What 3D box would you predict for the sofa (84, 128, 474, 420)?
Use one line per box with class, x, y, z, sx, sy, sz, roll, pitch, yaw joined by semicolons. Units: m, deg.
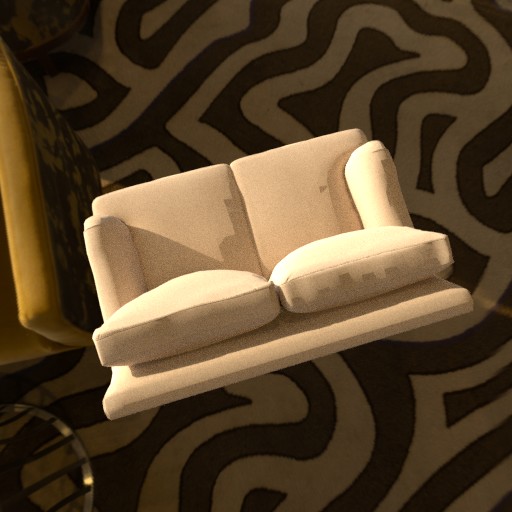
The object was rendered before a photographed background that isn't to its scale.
sofa;0.000;0.000;2.192;1.508;1.048;1.087;-16;76;-4
